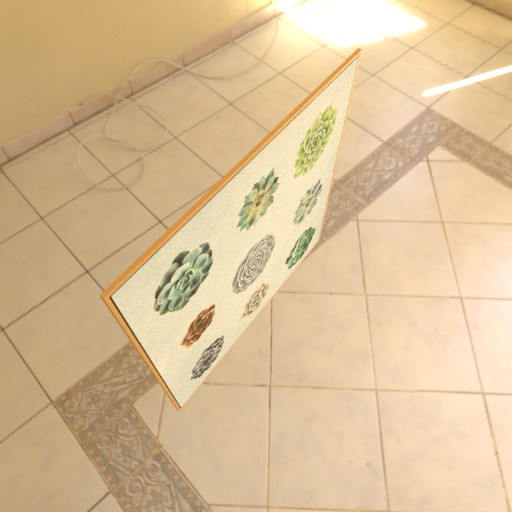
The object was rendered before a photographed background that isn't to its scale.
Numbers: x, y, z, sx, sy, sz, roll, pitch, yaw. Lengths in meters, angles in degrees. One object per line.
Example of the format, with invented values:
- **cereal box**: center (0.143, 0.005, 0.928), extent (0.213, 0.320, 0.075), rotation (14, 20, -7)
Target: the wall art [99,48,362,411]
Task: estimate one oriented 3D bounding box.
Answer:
- **wall art**: center (0.000, 0.000, 1.444), extent (0.013, 0.959, 0.962), rotation (33, 64, 18)
